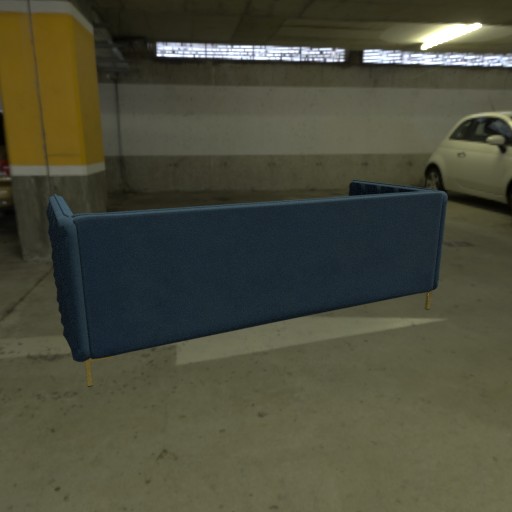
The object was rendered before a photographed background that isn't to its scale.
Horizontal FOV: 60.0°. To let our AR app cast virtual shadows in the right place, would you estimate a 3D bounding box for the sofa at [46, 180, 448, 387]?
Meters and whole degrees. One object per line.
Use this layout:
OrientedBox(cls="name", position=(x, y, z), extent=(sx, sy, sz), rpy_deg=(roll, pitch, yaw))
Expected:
OrientedBox(cls="sofa", position=(0.000, 0.000, 2.660), extent=(2.209, 0.771, 0.895), rpy_deg=(-7, 16, -26))
